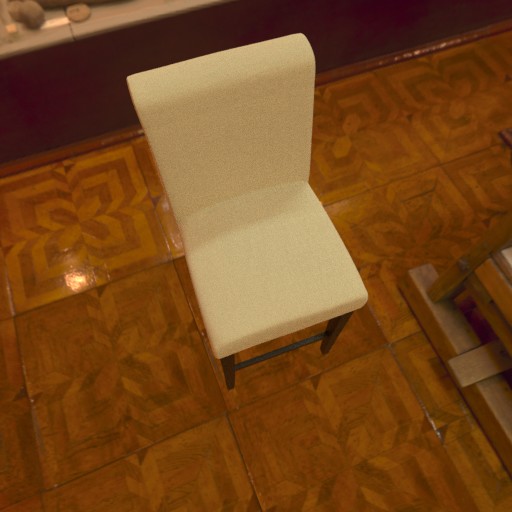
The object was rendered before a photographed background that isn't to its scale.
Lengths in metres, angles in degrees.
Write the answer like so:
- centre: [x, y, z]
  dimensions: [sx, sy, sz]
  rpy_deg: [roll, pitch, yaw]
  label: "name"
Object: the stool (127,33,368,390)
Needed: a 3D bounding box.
- centre: [0.000, 0.000, 1.436]
  dimensions: [0.452, 1.124, 0.597]
  rpy_deg: [-18, 65, -9]
  label: "stool"
